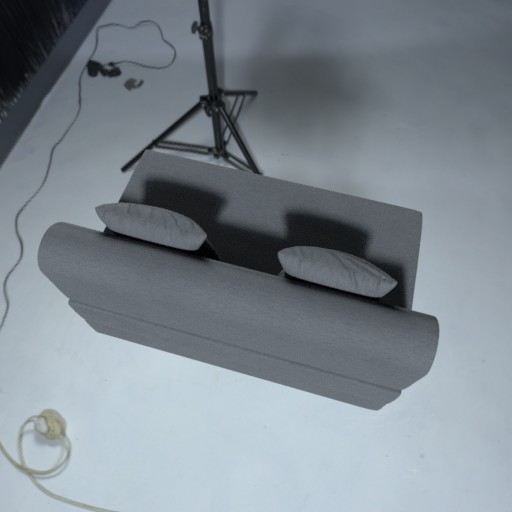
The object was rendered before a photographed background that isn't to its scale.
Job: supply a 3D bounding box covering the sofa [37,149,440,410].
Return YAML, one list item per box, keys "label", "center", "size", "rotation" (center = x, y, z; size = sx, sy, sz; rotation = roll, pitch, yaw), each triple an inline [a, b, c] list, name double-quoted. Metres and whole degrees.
- label: "sofa"
  center: [0.000, 0.000, 1.718]
  size: [1.225, 0.670, 0.762]
  rotation: [14, 64, 7]
